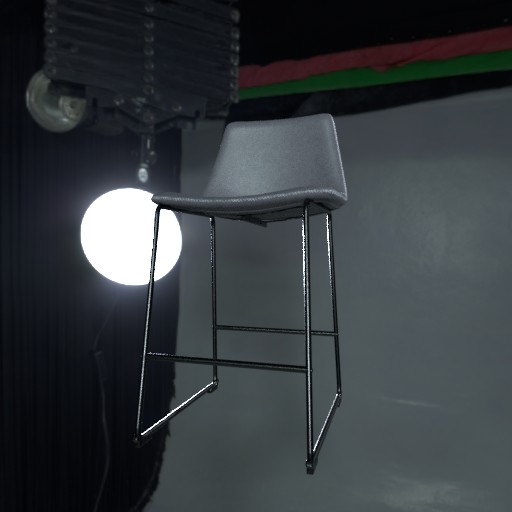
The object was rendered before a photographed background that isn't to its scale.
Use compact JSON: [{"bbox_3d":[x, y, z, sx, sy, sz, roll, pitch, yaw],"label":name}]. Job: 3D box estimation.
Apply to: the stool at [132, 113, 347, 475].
[{"bbox_3d":[0.000,0.000,1.200,0.470,0.876,0.546,0,1,18],"label":"stool"}]
